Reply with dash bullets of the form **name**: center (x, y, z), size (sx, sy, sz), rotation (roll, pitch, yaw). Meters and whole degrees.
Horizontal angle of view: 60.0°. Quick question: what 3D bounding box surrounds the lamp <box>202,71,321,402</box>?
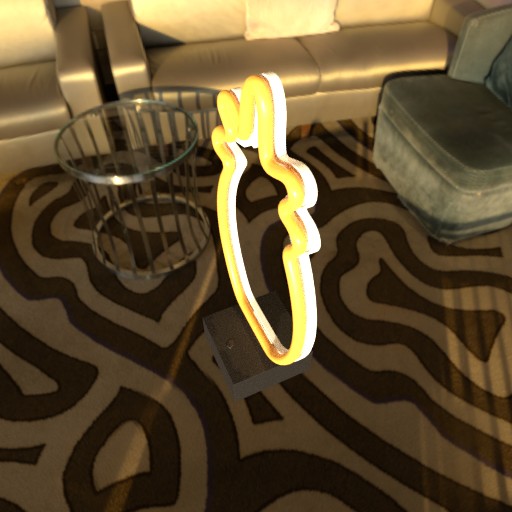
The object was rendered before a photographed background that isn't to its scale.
- **lamp**: center (0.000, 0.000, 0.381), size (0.088, 0.317, 0.167), rotation (-19, 50, -17)
